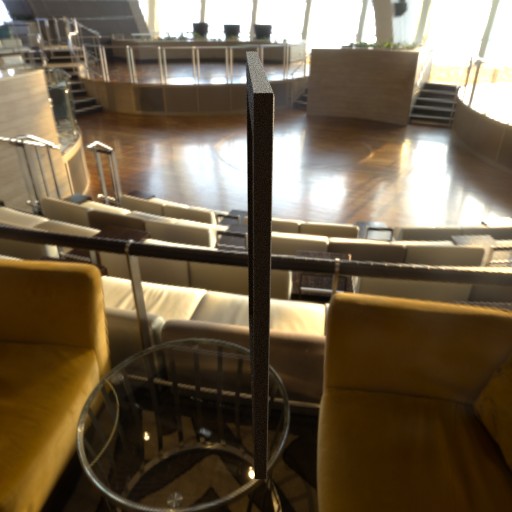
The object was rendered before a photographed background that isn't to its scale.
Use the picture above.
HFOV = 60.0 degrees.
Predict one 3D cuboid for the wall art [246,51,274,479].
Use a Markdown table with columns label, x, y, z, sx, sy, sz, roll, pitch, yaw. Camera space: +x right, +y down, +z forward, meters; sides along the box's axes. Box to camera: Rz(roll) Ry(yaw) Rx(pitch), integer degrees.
| label | x | y | z | sx | sy | sz | roll | pitch | yaw |
| --- | --- | --- | --- | --- | --- | --- | --- | --- | --- |
| wall art | 0.000 | 0.000 | 0.648 | 0.017 | 0.513 | 0.359 | -1 | 30 | -2 |
